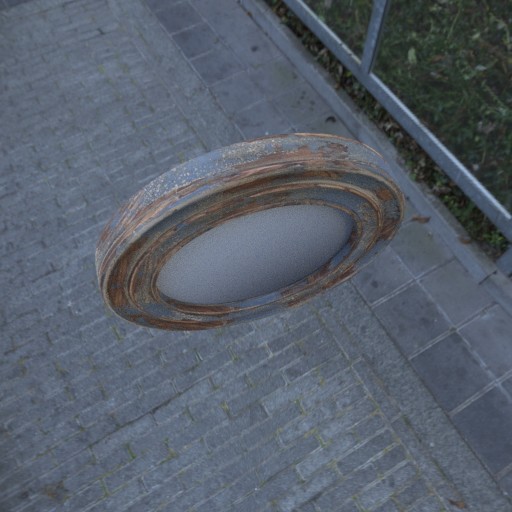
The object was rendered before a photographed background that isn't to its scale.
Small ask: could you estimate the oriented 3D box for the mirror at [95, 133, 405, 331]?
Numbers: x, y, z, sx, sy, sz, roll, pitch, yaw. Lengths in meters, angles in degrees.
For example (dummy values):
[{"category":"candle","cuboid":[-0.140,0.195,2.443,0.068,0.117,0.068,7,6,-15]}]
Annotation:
[{"category":"mirror","cuboid":[0.000,0.000,0.862,0.585,0.585,0.061,-15,63,-8]}]
